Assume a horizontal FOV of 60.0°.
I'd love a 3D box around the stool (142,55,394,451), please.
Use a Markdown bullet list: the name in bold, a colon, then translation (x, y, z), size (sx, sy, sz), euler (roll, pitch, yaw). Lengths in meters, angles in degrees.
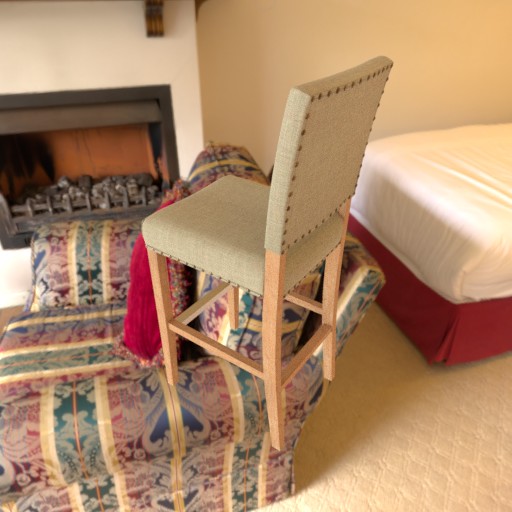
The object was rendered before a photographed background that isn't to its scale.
- **stool**: translation (0.000, 0.000, 1.452), size (0.585, 1.203, 0.445), euler (22, 39, 29)
